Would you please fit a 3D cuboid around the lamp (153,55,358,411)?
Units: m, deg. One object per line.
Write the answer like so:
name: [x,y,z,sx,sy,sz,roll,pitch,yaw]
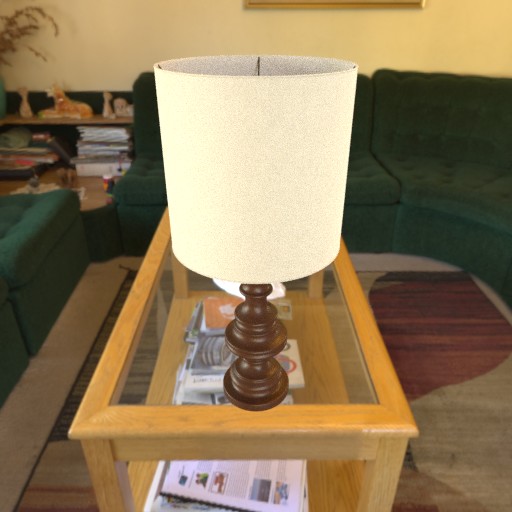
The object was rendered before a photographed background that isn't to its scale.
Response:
lamp: [0.000,0.000,0.569,0.208,0.455,0.208,-9,30,-16]
